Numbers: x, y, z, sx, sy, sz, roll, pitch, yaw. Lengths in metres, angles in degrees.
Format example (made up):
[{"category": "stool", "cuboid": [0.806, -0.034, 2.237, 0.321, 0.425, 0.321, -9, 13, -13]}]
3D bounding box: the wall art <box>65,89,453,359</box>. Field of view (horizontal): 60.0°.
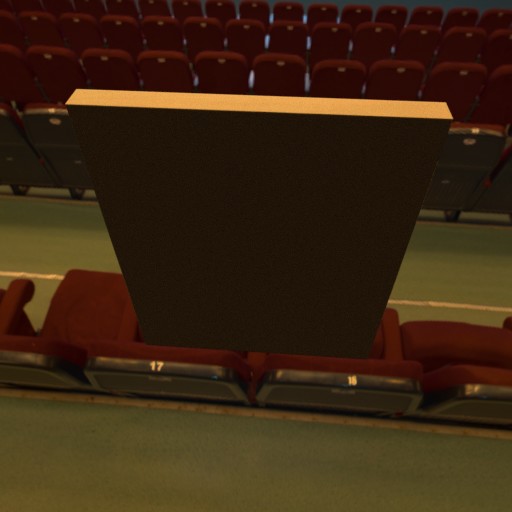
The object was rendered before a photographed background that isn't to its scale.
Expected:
[{"category": "wall art", "cuboid": [0.000, 0.000, 0.694, 0.435, 0.511, 0.037, 3, 47, 3]}]
